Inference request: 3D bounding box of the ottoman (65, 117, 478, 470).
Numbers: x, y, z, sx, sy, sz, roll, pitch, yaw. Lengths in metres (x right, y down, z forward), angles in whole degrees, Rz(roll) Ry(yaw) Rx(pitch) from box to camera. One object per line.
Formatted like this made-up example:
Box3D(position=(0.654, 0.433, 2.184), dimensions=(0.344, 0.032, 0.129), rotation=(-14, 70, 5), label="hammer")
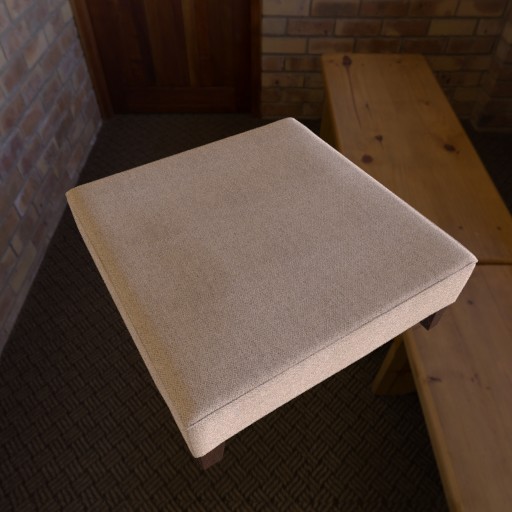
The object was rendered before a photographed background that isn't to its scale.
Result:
Box3D(position=(0.000, 0.000, 1.530), dimensions=(0.973, 0.381, 0.982), rotation=(-24, 51, -21), label="ottoman")
